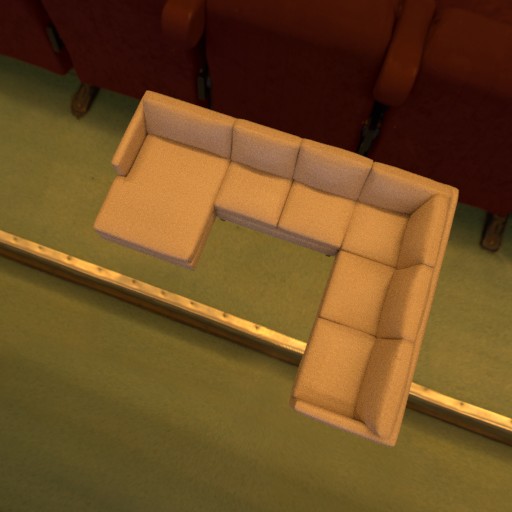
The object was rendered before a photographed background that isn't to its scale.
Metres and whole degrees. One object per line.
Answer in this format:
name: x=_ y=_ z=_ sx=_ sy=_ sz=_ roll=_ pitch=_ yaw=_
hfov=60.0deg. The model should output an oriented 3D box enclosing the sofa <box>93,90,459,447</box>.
sofa: x=0.000 y=0.000 z=4.514 sx=3.460 sy=0.961 sz=2.594 roll=19 pitch=75 yaw=5
